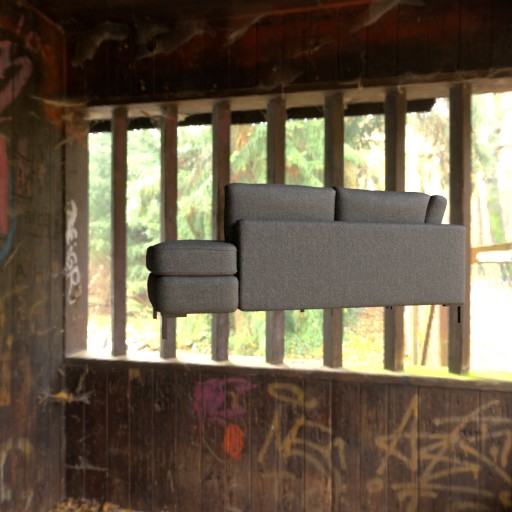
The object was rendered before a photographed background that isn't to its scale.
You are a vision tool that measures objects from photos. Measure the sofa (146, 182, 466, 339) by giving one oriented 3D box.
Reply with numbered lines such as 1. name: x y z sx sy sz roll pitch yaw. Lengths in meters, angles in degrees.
1. sofa: 0.000 0.000 3.931 1.984 0.858 2.972 0 0 -17
